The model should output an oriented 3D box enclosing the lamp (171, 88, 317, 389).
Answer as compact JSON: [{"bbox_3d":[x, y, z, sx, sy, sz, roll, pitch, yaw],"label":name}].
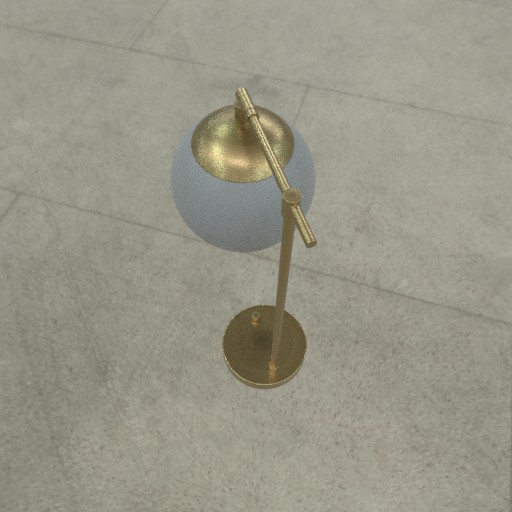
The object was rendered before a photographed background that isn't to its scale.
[{"bbox_3d":[0.000,0.000,0.708,0.207,0.559,0.324,-15,60,-9],"label":"lamp"}]
